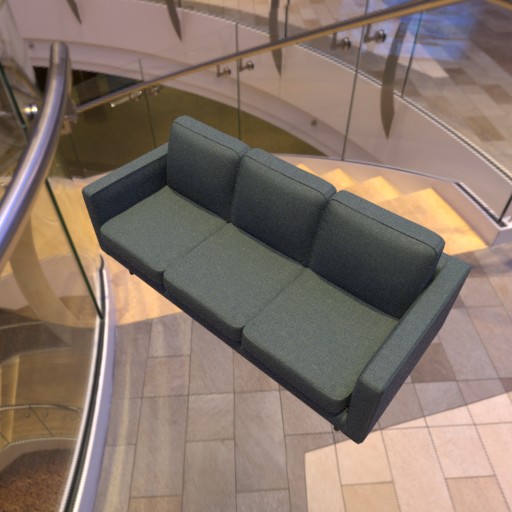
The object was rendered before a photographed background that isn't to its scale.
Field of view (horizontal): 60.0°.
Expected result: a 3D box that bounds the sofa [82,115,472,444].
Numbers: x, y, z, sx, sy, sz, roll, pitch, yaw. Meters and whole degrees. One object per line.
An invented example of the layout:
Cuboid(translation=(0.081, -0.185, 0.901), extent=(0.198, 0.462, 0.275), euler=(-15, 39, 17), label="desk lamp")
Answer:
Cuboid(translation=(0.000, 0.000, 2.556), extent=(2.013, 0.945, 0.935), euler=(31, 53, 27), label="sofa")
